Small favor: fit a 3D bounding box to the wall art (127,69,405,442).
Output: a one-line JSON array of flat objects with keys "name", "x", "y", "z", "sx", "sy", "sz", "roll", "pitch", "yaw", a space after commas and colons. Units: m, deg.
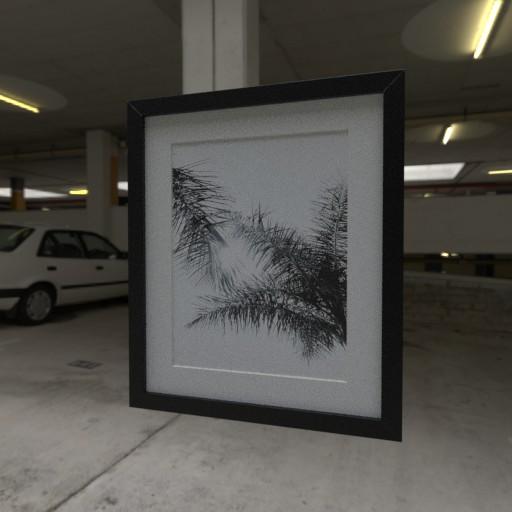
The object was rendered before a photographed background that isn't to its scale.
[{"name": "wall art", "x": 0.000, "y": 0.000, "z": 0.515, "sx": 0.325, "sy": 0.380, "sz": 0.028, "roll": 0, "pitch": 1, "yaw": 18}]
